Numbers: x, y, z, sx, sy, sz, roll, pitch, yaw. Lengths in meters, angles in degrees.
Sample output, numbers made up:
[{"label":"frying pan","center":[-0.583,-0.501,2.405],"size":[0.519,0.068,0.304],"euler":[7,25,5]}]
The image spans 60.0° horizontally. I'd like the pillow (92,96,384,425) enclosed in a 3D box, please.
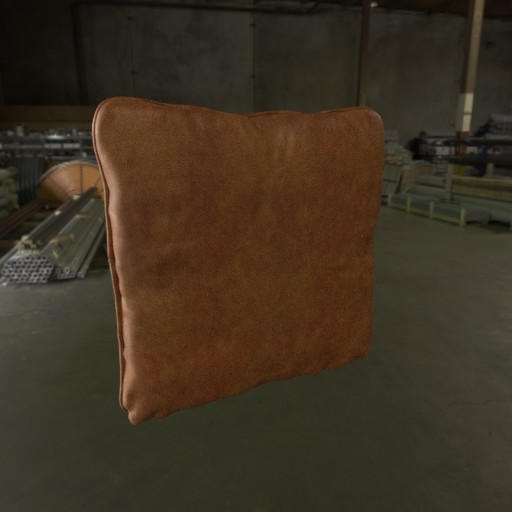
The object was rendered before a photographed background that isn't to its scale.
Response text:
[{"label":"pillow","center":[0.000,0.000,0.746],"size":[0.489,0.490,0.130],"euler":[-7,17,-26]}]
